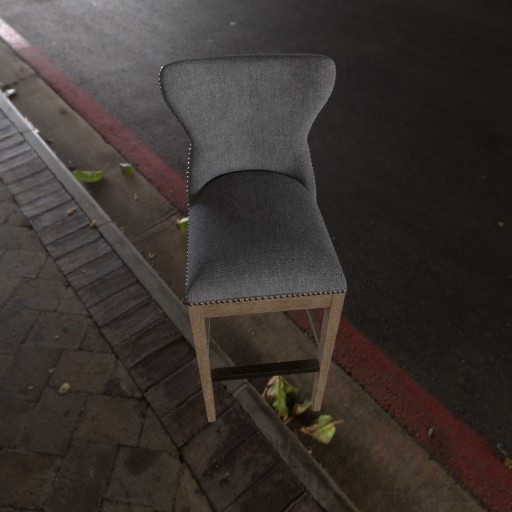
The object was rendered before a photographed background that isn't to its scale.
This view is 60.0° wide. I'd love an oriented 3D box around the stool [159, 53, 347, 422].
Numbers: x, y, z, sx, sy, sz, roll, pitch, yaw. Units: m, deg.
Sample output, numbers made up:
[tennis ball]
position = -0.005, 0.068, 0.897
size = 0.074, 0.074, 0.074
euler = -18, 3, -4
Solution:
[stool]
position = 0.000, 0.000, 1.473
size = 0.494, 1.123, 0.606
euler = -4, 46, -4
